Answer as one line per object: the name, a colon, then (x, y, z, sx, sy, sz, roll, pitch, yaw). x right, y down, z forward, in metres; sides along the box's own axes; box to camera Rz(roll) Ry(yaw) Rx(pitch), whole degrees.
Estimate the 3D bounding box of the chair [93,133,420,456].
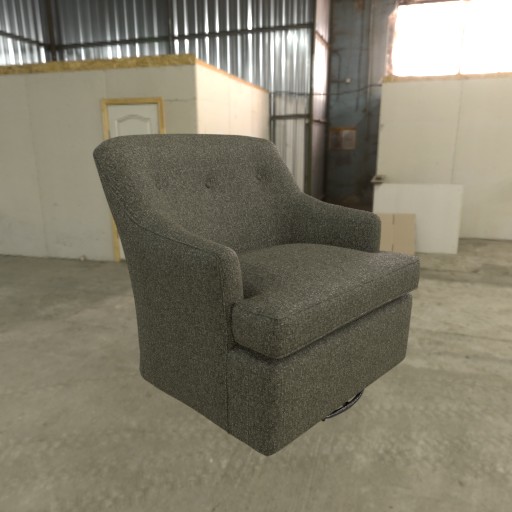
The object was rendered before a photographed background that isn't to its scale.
chair: (0.000, 0.000, 1.606, 0.923, 0.856, 0.864, 15, 21, 43)
